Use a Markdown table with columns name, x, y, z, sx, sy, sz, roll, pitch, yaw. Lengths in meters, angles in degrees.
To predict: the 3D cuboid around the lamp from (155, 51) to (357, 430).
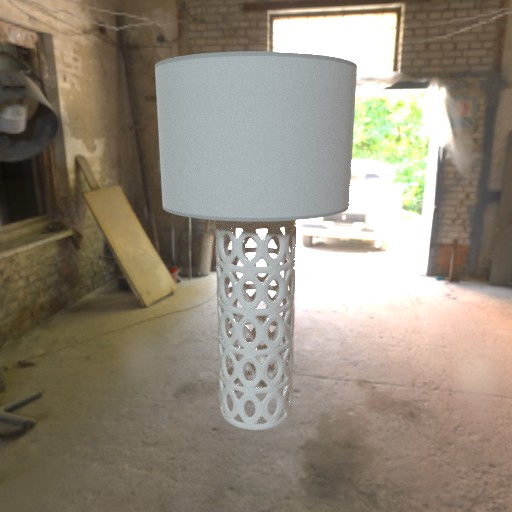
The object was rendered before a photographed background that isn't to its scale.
| name | x | y | z | sx | sy | sz | roll | pitch | yaw |
| --- | --- | --- | --- | --- | --- | --- | --- | --- | --- |
| lamp | 0.000 | 0.000 | 0.812 | 0.324 | 0.636 | 0.325 | -8 | 17 | -26 |
